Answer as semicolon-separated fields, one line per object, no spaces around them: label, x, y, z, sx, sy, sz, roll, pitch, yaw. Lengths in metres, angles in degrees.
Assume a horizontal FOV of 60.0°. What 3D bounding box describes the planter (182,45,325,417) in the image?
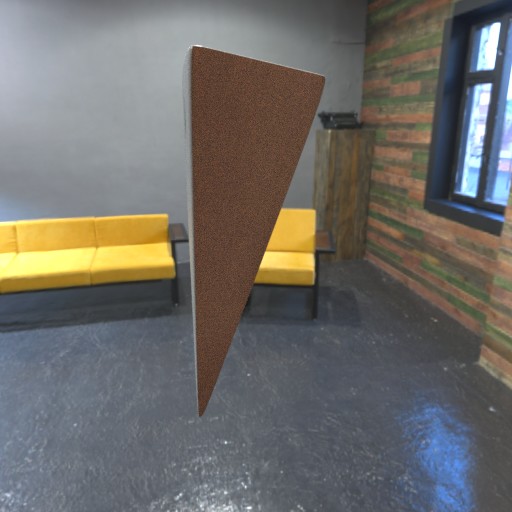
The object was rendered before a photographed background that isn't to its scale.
planter;0.000;0.000;0.160;0.047;0.130;0.058;-3;17;-10
